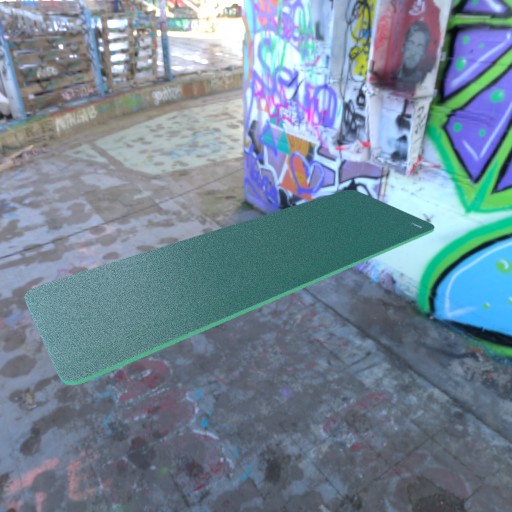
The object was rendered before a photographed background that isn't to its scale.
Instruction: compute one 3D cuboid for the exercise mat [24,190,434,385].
[{"bbox_3d":[0.000,0.000,2.025,1.869,0.021,0.616,-20,36,-29],"label":"exercise mat"}]
